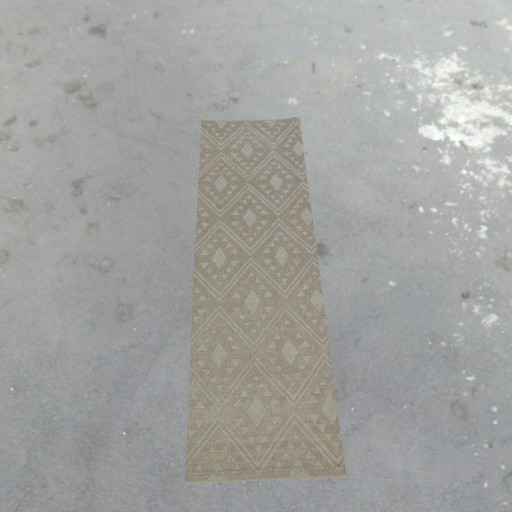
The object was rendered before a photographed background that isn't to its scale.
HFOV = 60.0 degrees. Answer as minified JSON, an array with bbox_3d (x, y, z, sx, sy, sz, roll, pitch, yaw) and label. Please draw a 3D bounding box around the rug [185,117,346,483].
[{"bbox_3d":[0.000,0.000,2.702,0.752,0.051,2.452,-2,57,-1],"label":"rug"}]
